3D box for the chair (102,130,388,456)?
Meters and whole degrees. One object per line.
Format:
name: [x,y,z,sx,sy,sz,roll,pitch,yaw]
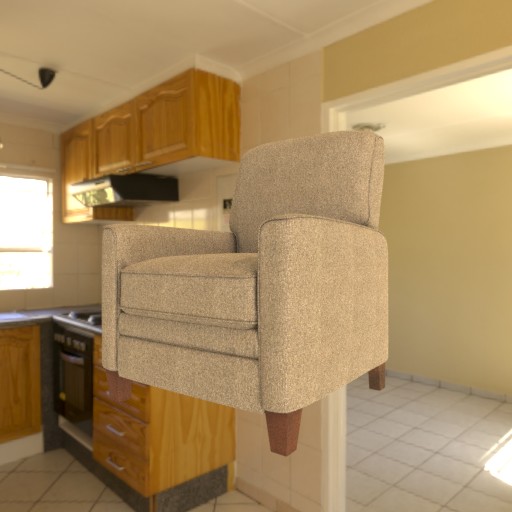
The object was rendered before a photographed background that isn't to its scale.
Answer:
chair: [0.000,0.000,1.665,0.841,1.028,0.858,0,1,36]
